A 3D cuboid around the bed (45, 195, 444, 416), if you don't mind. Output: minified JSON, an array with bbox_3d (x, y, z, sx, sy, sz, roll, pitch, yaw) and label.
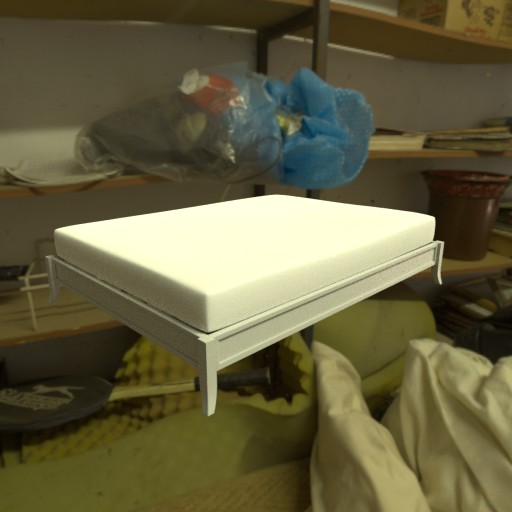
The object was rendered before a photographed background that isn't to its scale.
[{"bbox_3d":[0.000,0.000,2.891,2.108,0.510,1.604,-16,23,-42],"label":"bed"}]
